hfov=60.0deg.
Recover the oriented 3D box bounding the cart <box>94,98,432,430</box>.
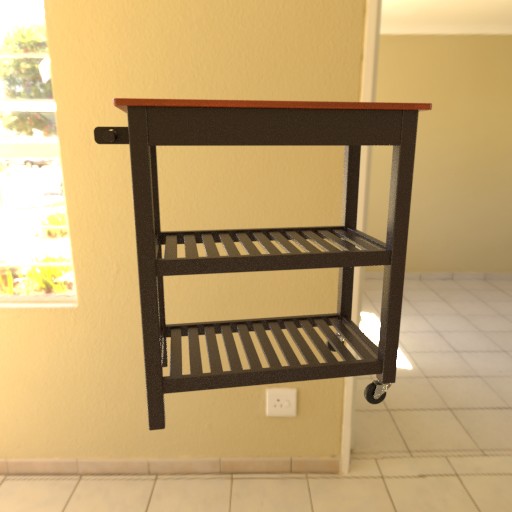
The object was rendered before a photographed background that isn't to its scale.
[{"bbox_3d":[0.000,0.000,1.456,0.899,0.927,0.457,-2,14,-10],"label":"cart"}]
